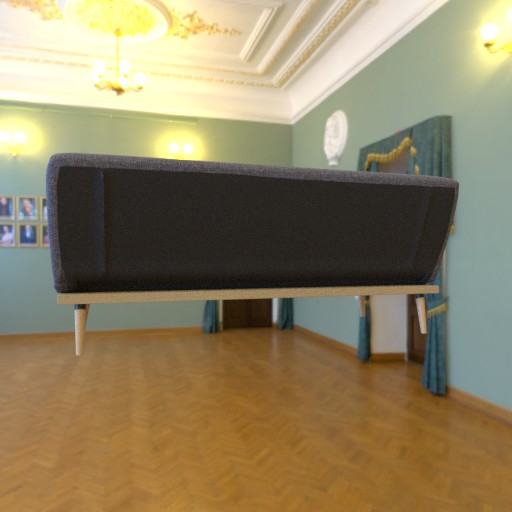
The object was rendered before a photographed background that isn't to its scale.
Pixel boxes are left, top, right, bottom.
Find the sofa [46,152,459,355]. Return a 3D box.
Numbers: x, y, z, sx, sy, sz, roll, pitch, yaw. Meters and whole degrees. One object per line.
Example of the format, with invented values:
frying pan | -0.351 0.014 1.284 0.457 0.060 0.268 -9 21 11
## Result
sofa | 0.000 0.000 2.210 1.820 0.770 0.820 0 0 -18
